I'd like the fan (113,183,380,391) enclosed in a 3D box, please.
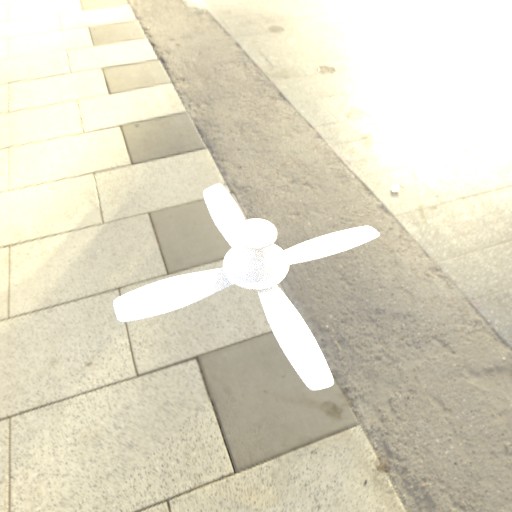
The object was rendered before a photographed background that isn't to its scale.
[{"bbox_3d":[0.000,0.000,2.600,1.693,0.382,1.694,-17,49,-15],"label":"fan"}]
